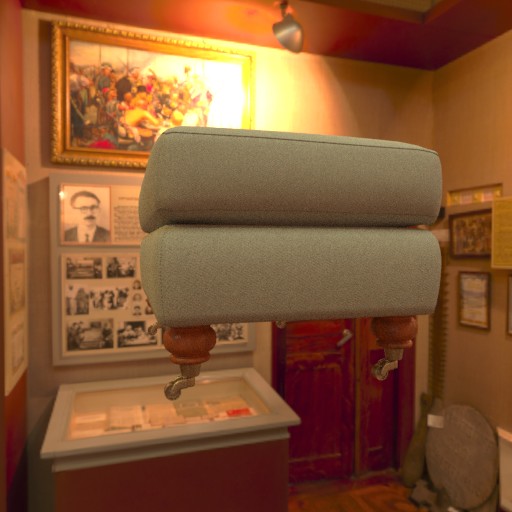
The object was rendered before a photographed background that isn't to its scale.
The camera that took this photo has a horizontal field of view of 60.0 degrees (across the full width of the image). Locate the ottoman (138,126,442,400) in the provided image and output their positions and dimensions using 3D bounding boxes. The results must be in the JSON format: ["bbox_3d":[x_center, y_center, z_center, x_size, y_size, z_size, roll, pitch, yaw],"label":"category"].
[{"bbox_3d":[0.000,0.000,1.143,0.569,0.499,0.773,0,1,-16],"label":"ottoman"}]
